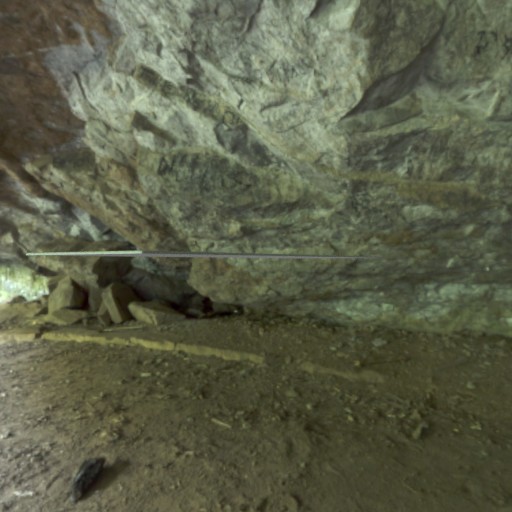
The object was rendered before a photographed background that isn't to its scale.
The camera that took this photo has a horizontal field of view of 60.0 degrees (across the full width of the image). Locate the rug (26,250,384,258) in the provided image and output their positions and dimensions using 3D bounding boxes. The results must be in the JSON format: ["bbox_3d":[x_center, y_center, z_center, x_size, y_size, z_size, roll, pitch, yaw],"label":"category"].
[{"bbox_3d":[0.000,0.000,2.714,0.759,0.012,2.430,0,-1,35],"label":"rug"}]
